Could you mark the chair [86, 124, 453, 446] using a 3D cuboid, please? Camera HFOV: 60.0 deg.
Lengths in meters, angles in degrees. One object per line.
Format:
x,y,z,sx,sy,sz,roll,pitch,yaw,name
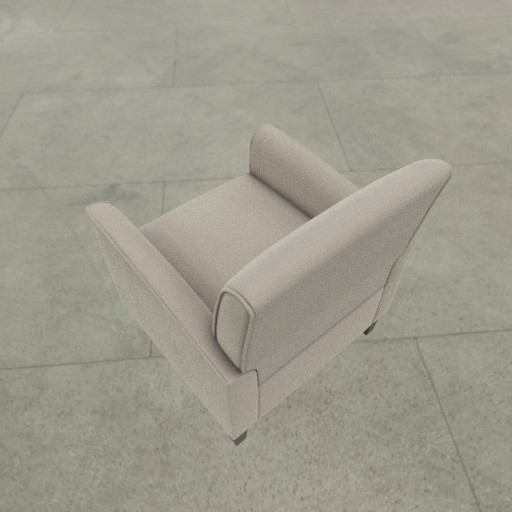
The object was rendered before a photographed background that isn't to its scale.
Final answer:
0.000,0.000,1.571,0.820,0.915,0.820,-32,55,-26,chair
